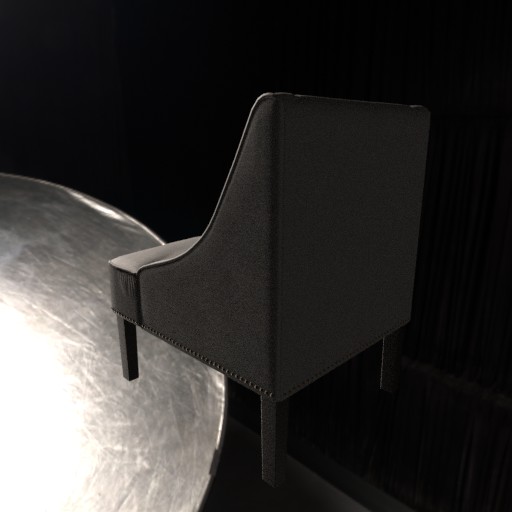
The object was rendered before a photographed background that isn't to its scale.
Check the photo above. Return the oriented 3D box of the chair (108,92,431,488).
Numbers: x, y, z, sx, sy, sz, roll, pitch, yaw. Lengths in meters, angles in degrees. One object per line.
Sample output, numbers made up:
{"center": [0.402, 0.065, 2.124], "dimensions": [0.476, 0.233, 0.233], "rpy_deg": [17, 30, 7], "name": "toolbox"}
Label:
{"center": [0.000, 0.000, 1.355], "dimensions": [0.747, 0.867, 0.631], "rpy_deg": [15, 21, 43], "name": "chair"}
